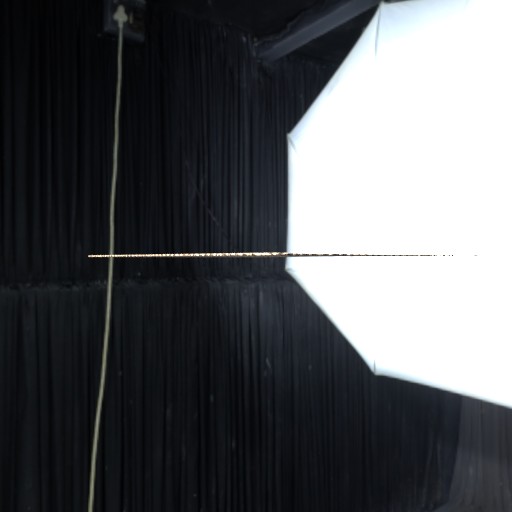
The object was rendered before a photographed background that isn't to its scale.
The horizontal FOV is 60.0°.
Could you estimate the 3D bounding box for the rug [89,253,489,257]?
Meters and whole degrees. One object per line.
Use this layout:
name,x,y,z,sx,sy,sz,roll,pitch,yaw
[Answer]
rug,0.000,0.000,2.317,1.219,0.008,1.828,0,0,-36
